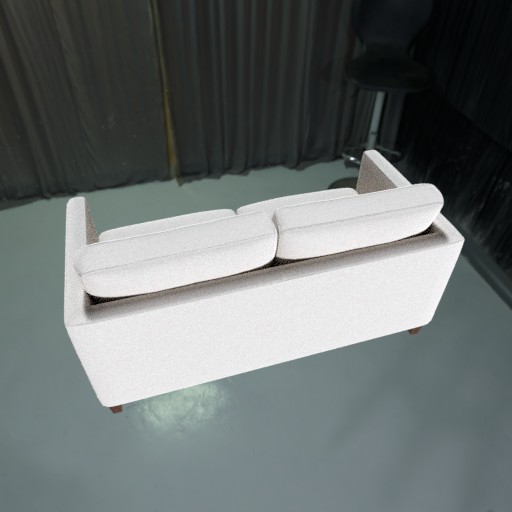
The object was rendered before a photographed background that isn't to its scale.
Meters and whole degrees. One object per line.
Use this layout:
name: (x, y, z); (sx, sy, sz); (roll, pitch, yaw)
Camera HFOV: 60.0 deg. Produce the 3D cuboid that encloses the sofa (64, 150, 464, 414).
sofa: (0.000, 0.000, 2.247); (1.722, 0.888, 0.873); (-12, 44, -12)
